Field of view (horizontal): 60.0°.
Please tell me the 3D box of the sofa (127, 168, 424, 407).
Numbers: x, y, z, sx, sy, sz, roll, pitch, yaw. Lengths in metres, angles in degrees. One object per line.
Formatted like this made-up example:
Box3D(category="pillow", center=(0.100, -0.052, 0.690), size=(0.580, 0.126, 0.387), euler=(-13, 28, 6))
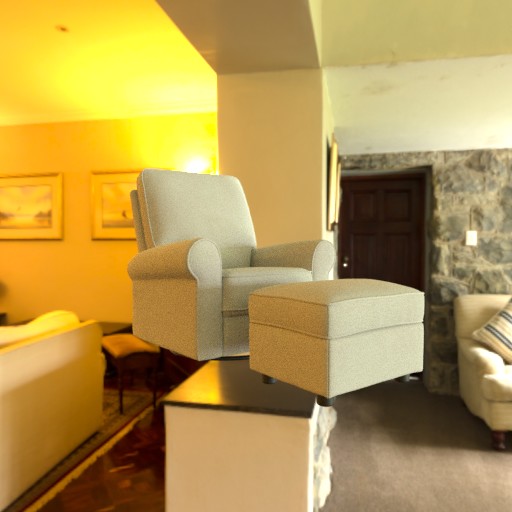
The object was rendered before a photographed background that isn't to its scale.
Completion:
Box3D(category="sofa", center=(0.000, 0.000, 2.119), size=(0.880, 0.959, 1.478), euler=(-1, 2, -37))
